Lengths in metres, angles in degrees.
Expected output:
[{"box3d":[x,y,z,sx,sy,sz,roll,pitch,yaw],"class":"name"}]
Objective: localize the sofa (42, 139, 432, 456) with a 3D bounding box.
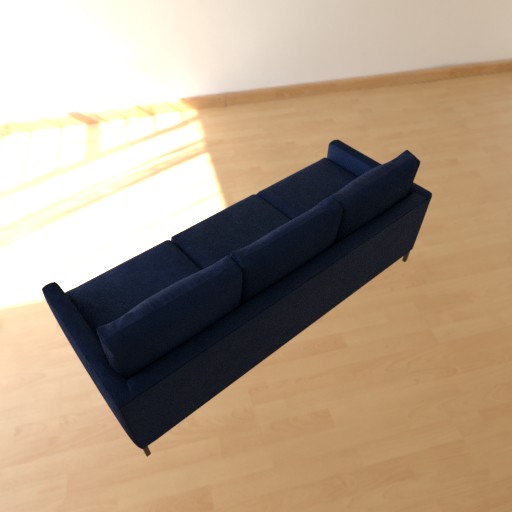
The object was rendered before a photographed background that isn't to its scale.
[{"box3d":[0.000,0.000,2.689,2.252,0.879,0.875,-31,54,-26],"class":"sofa"}]
